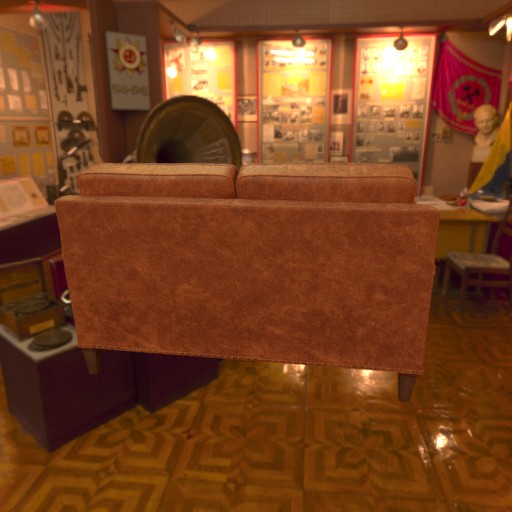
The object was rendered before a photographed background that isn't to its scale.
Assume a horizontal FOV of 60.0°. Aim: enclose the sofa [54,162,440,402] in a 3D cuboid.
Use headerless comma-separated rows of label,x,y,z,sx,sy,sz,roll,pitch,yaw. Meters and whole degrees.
sofa,0.000,0.000,2.286,1.597,1.003,1.084,3,16,9
